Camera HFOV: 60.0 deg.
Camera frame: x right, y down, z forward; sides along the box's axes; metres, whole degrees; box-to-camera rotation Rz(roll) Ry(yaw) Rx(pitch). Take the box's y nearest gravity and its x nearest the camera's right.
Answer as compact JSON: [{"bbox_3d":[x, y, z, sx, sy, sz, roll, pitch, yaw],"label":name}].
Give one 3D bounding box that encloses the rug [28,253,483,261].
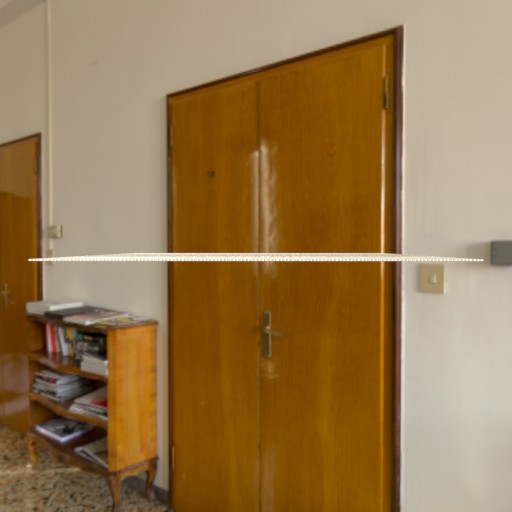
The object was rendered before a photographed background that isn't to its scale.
[{"bbox_3d":[0.000,0.000,4.162,3.048,0.013,2.438,0,1,1],"label":"rug"}]
